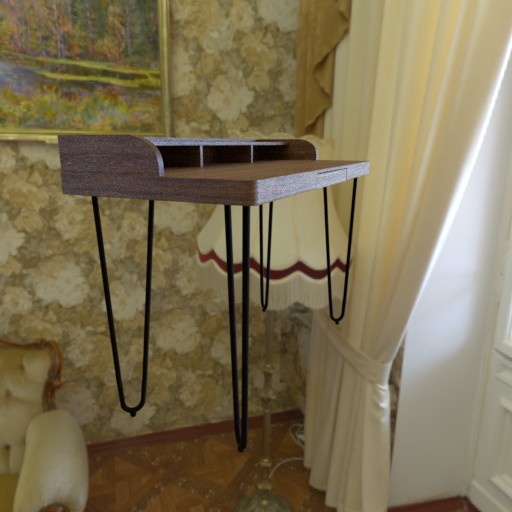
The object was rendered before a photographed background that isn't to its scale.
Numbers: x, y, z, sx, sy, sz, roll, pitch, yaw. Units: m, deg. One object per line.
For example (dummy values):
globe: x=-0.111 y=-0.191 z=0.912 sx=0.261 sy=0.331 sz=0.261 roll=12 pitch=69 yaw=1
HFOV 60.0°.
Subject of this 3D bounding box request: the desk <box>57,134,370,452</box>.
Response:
desk: x=0.000 y=0.000 z=1.651 sx=0.565 sy=0.854 sz=1.200 roll=7 pitch=16 yaw=25
